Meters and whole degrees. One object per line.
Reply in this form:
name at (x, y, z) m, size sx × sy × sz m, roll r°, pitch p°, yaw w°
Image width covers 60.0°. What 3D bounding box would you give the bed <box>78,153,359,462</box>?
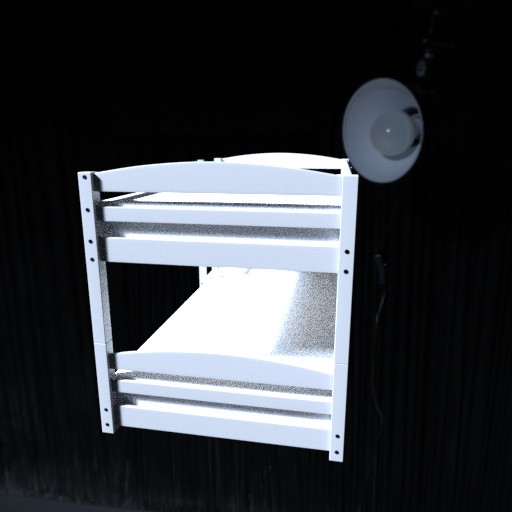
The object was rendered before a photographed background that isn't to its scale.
bed at (0.000, 0.000, 2.733) m, size 1.105 × 1.206 × 2.013 m, roll 3°, pitch 14°, yaw 10°
